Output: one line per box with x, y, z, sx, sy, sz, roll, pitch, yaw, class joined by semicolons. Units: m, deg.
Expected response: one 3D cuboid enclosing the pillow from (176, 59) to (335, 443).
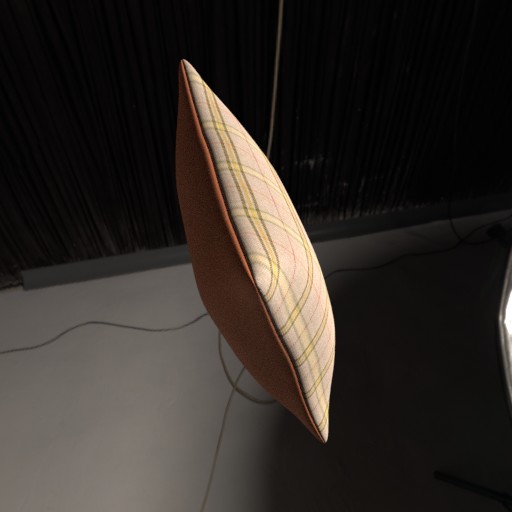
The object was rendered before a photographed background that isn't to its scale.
0.000;0.000;0.681;0.200;0.430;0.453;-10;47;-10;pillow
